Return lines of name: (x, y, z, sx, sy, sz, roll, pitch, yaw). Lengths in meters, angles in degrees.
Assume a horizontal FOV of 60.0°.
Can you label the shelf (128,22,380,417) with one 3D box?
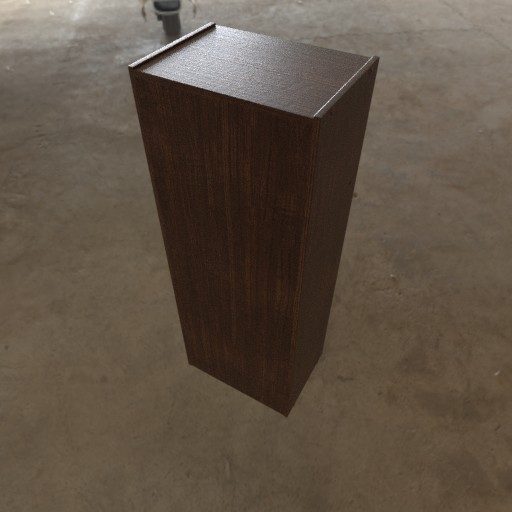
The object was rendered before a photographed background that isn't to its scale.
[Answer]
shelf: (0.000, 0.000, 1.270, 0.415, 1.099, 0.290, 22, 50, 21)
